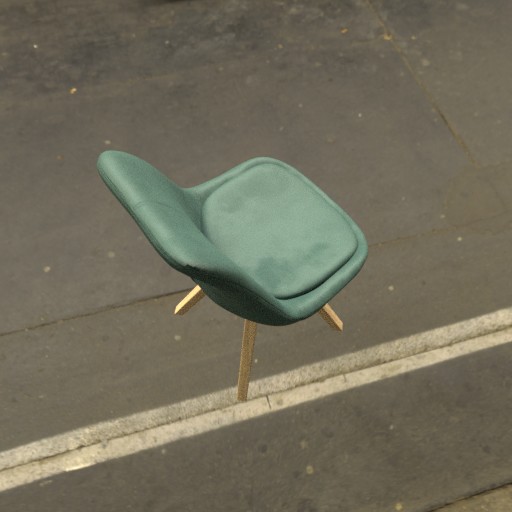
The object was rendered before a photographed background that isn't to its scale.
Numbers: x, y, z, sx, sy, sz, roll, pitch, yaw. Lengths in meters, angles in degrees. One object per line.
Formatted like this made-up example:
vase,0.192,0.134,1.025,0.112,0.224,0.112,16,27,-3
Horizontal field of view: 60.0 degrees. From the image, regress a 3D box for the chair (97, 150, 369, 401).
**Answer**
chair,0.000,0.000,1.201,0.547,0.865,0.483,-33,65,-18
